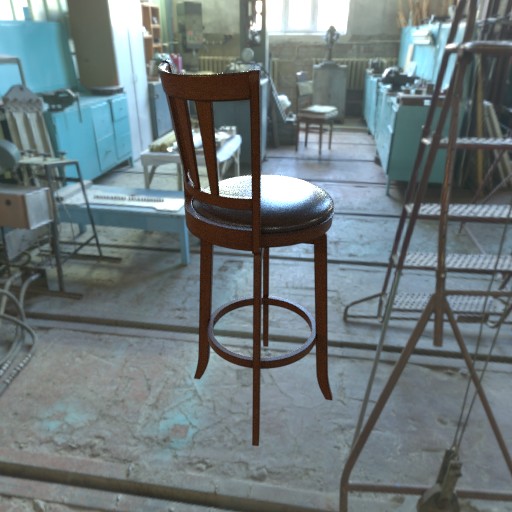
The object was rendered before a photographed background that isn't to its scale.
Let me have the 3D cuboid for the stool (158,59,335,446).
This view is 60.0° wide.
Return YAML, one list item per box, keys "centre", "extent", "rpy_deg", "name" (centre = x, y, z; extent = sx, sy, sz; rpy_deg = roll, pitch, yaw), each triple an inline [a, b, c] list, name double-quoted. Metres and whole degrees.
- centre: [0.000, 0.000, 1.463]
  extent: [0.503, 1.177, 0.464]
  rpy_deg: [-18, 32, -32]
  name: "stool"
